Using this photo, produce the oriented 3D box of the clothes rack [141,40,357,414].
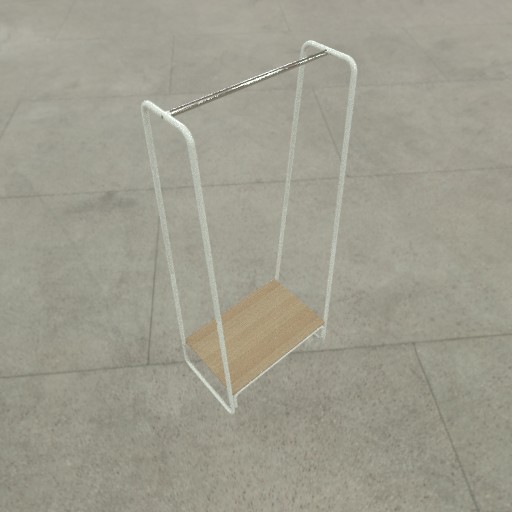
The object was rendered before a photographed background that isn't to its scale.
[{"bbox_3d":[0.000,0.000,1.818,0.640,1.500,0.400,-32,55,-27],"label":"clothes rack"}]
